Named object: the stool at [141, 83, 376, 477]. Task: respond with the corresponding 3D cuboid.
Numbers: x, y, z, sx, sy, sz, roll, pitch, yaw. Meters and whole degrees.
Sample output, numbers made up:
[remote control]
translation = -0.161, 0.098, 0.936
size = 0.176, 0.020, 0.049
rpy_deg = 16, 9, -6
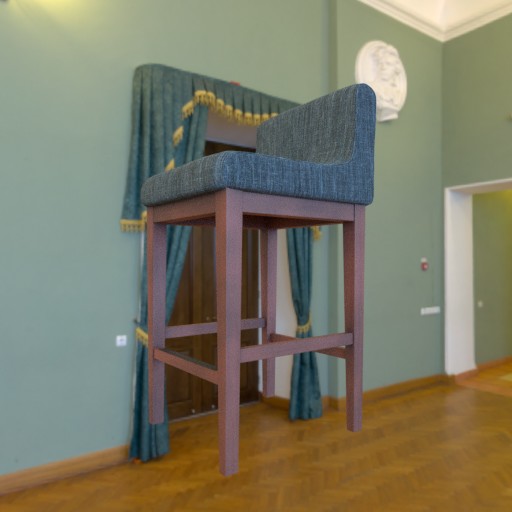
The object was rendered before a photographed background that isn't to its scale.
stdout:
[stool]
translation = 0.000, 0.000, 1.098
size = 0.459, 0.835, 0.395
rpy_deg = 0, -1, -37
